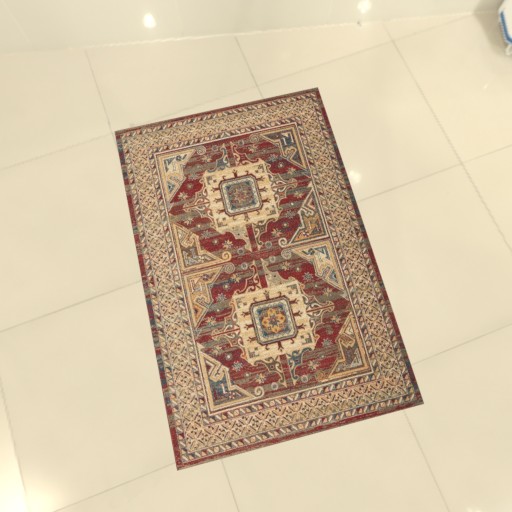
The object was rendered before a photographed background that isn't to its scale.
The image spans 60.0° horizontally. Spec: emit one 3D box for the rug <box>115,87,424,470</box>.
[{"bbox_3d":[0.000,0.000,5.849,3.033,0.033,4.578,-14,75,-4],"label":"rug"}]
